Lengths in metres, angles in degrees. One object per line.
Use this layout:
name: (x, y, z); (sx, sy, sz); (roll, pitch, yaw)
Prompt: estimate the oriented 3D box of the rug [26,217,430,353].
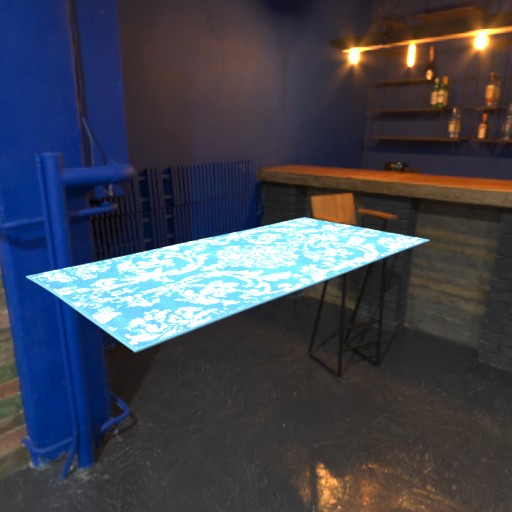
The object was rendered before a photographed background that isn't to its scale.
rug: (0.000, 0.000, 1.442); (1.219, 0.007, 0.604); (-15, 22, -42)
